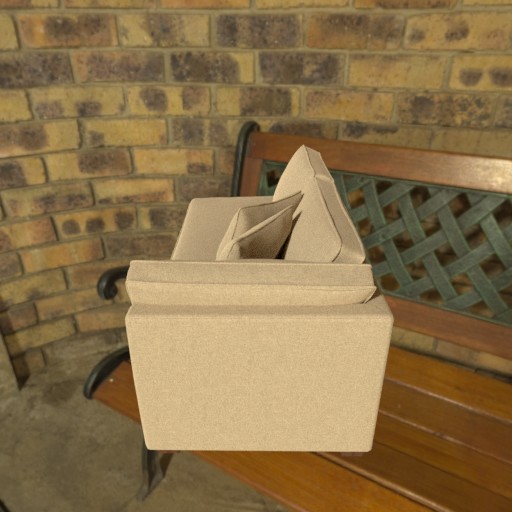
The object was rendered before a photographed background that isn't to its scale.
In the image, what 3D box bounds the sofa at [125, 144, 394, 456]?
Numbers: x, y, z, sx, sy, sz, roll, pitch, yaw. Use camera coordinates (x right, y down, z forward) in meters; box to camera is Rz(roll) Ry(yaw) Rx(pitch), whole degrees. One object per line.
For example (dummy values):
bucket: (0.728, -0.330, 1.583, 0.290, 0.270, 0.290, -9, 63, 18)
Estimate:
sofa: (0.000, 0.000, 2.840, 1.110, 1.033, 2.237, 0, 27, 0)
